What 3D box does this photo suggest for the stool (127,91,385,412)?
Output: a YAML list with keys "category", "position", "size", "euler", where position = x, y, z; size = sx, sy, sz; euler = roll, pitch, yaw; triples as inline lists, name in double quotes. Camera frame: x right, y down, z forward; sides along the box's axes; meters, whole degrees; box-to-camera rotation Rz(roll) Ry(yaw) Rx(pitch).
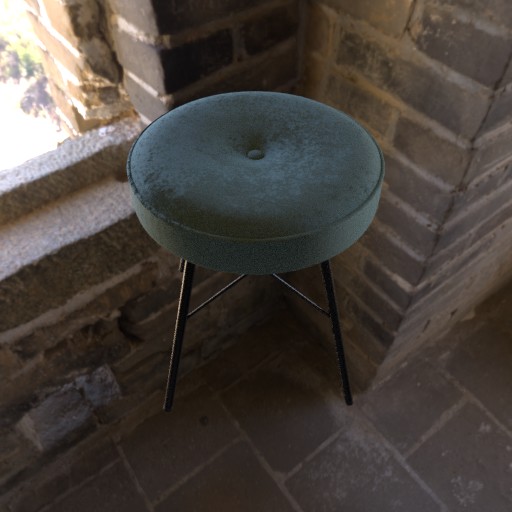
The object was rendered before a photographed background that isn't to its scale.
- category: "stool"
  position: [0.000, 0.000, 0.886]
  size: [0.457, 0.519, 0.458]
  euler: [5, 47, 4]
